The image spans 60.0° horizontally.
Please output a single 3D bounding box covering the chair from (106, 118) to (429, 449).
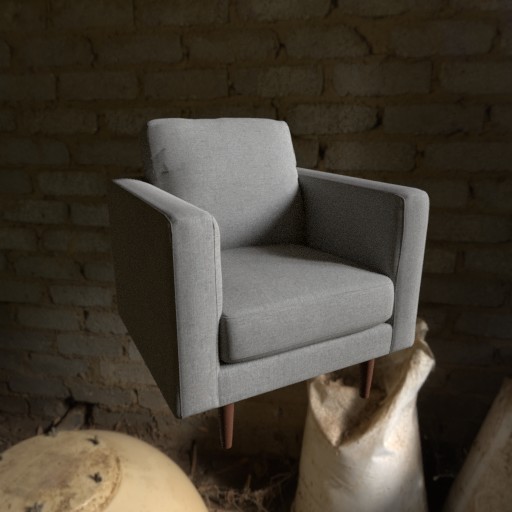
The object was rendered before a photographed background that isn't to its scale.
[{"bbox_3d":[0.000,0.000,1.553,0.855,0.927,0.800,-9,19,-27],"label":"chair"}]
